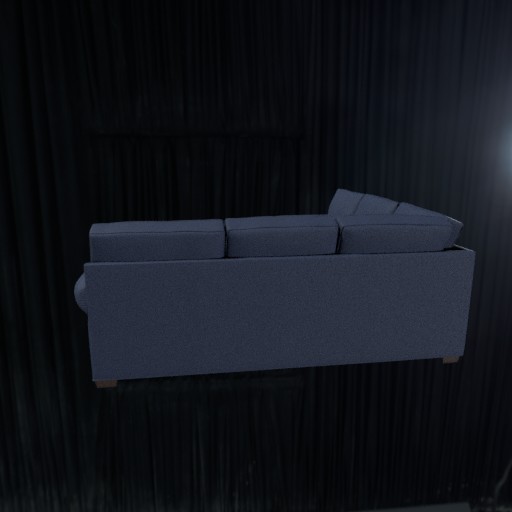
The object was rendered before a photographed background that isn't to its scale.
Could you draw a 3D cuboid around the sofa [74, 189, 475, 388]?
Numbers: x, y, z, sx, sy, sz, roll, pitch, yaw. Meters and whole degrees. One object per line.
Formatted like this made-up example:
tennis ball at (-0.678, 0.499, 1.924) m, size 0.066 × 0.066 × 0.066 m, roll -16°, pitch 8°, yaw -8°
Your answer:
sofa at (0.000, 0.000, 3.980) m, size 2.562 × 1.042 × 2.487 m, roll -2°, pitch 14°, yaw -8°
